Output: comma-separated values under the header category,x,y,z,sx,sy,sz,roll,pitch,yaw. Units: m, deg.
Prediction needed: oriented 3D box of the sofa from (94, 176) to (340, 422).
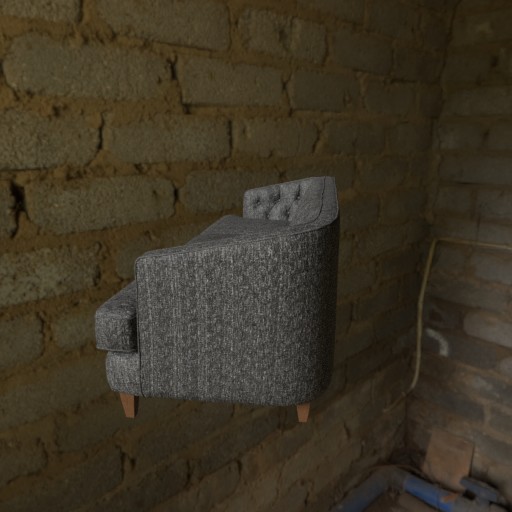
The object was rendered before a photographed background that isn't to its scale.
category,x,y,z,sx,sy,sz,roll,pitch,yaw
sofa,0.000,0.000,2.687,0.941,0.855,2.278,2,15,9
